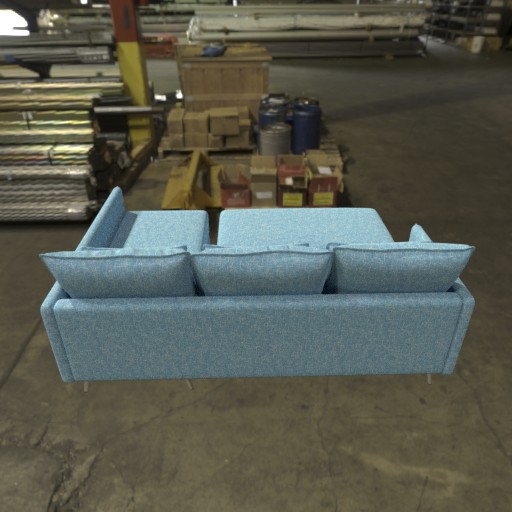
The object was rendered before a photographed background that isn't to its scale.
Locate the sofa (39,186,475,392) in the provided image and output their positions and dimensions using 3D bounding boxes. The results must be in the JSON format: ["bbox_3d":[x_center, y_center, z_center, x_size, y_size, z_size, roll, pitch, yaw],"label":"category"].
[{"bbox_3d":[0.000,0.000,2.739,2.034,0.899,1.420,-1,32,-1],"label":"sofa"}]
